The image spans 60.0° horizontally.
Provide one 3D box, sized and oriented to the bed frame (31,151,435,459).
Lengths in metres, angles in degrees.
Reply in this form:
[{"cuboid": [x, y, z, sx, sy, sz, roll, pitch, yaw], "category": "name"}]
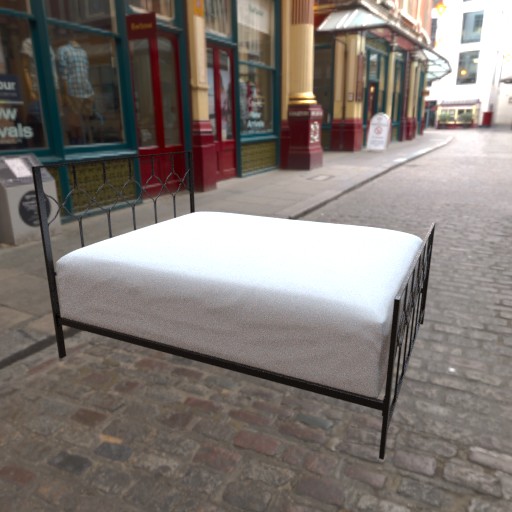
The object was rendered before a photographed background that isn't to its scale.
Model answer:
[{"cuboid": [0.000, 0.000, 2.950, 2.063, 1.222, 1.597, 8, 19, 25], "category": "bed frame"}]
